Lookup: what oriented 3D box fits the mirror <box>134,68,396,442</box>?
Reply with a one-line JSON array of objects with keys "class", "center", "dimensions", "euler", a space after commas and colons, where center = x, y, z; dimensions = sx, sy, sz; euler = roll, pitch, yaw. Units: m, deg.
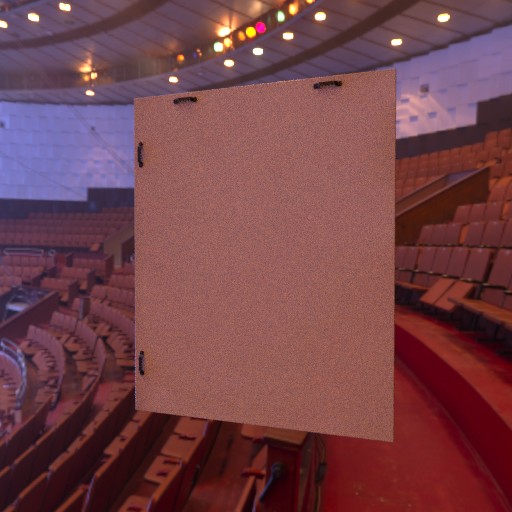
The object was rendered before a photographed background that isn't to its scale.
[{"class": "mirror", "center": [0.000, 0.000, 0.678], "dimensions": [0.406, 0.509, 0.041], "euler": [0, 1, 17]}]
